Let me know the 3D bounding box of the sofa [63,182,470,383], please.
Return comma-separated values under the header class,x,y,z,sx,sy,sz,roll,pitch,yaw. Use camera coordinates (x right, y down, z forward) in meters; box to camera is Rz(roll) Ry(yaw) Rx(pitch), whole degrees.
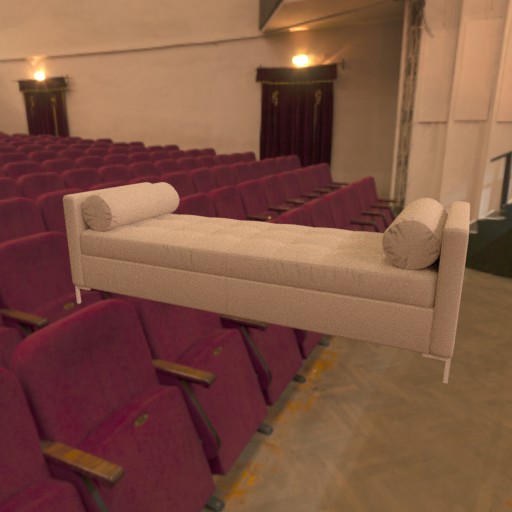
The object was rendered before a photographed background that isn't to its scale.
class,x,y,z,sx,sy,sz,roll,pitch,yaw
sofa,0.000,0.000,2.340,1.981,0.635,0.686,7,17,24
